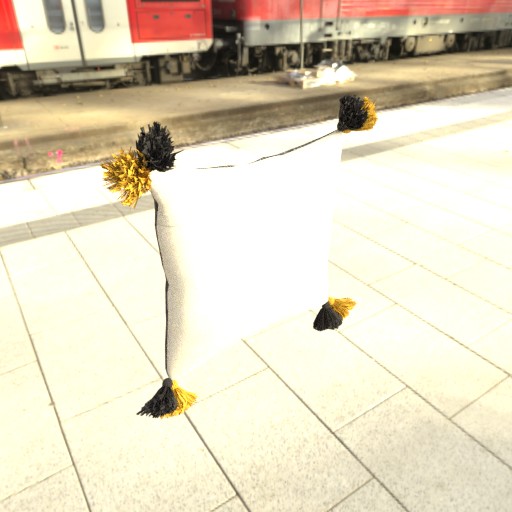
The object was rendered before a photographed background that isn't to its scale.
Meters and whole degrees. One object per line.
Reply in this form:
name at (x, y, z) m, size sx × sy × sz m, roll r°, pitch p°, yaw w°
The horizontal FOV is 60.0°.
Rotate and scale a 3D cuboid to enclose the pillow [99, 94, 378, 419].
pillow at (0.000, 0.000, 0.982) m, size 0.654 × 0.659 × 0.139 m, roll -20°, pitch 36°, yaw -30°
